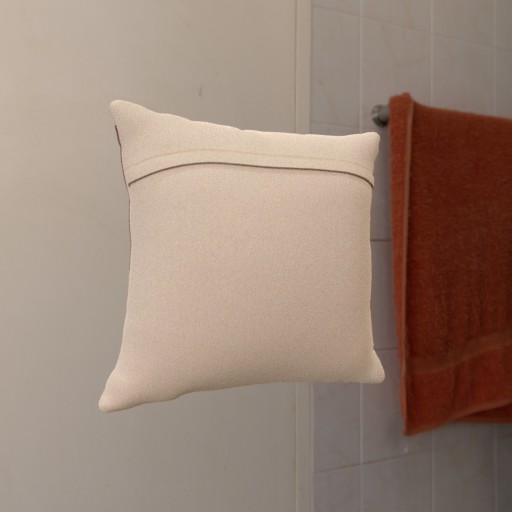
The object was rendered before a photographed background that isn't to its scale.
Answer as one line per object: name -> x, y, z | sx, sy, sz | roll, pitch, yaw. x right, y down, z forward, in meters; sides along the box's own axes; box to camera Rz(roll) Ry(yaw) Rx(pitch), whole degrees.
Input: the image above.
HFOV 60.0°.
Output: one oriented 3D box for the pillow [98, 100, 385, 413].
pillow -> 0.000, 0.000, 0.799 | 0.536, 0.506, 0.229 | 0, 0, -19
